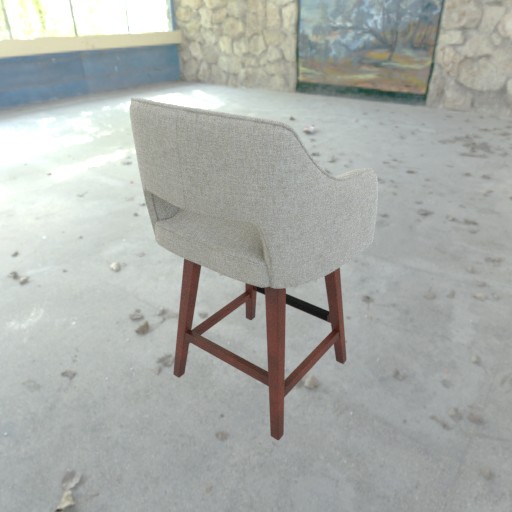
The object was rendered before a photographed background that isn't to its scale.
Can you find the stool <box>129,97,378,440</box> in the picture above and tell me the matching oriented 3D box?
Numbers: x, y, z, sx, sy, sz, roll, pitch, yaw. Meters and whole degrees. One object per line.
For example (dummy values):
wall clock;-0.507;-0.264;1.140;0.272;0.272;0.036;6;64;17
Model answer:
stool;0.000;0.000;1.333;0.599;0.944;0.558;21;35;32
